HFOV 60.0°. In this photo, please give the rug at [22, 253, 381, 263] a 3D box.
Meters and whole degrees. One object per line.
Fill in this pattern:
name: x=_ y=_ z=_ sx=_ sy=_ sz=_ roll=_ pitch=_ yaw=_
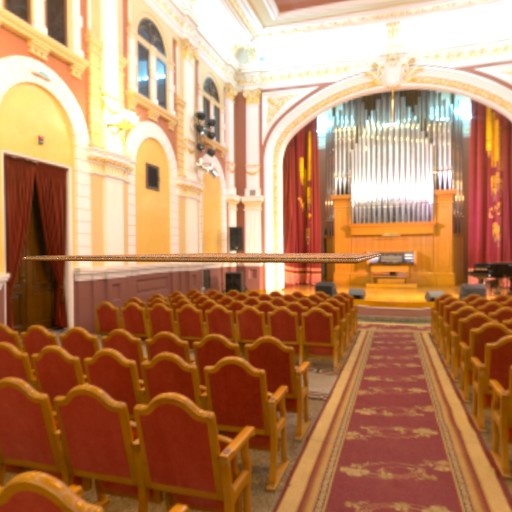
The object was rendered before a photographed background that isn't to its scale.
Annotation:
rug: x=0.000 y=0.000 z=1.076 sx=0.557 sy=0.008 sz=0.863 roll=0 pitch=1 yaw=18
